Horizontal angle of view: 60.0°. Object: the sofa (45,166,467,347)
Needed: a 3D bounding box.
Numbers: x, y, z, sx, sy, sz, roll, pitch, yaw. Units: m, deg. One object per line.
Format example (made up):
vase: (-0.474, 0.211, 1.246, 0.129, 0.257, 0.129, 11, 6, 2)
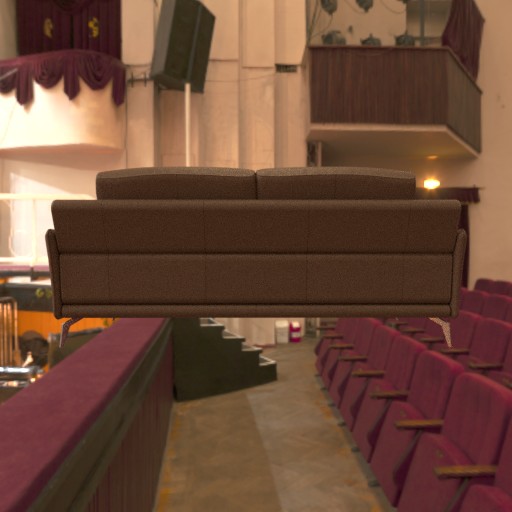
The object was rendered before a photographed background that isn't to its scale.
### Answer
sofa: (0.000, 0.000, 2.673, 2.101, 0.930, 1.049, 0, 1, 0)
